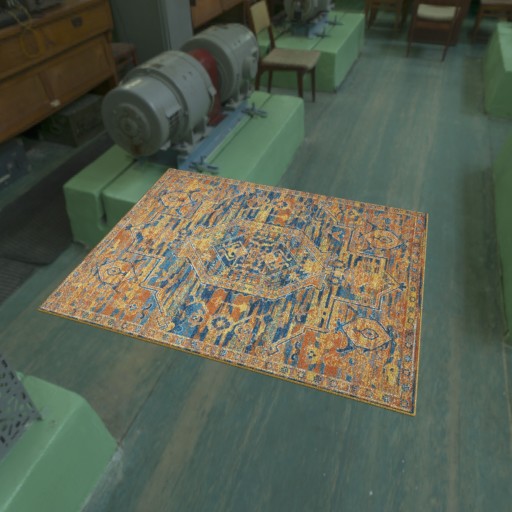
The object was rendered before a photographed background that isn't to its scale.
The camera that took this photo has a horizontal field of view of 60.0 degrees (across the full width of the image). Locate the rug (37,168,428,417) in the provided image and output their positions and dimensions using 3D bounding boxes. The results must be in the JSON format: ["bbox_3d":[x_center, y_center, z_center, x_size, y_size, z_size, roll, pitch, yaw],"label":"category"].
[{"bbox_3d":[0.000,0.000,4.183,3.040,0.031,2.435,12,42,14],"label":"rug"}]
